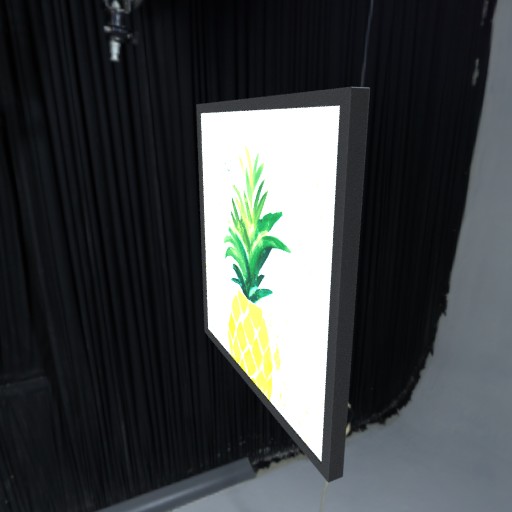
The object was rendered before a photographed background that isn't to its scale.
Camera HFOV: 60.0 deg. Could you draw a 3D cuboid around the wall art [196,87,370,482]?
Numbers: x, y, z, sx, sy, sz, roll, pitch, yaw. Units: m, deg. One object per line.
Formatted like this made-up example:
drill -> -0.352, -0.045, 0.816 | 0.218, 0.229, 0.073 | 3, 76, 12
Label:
wall art -> 0.000, 0.000, 1.136 | 0.037, 0.760, 0.762 | -8, 18, -24
